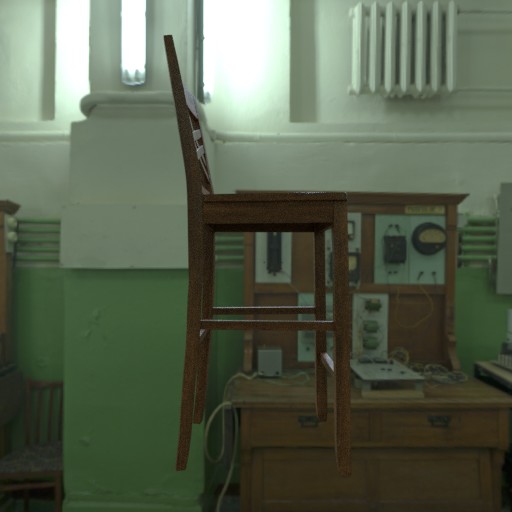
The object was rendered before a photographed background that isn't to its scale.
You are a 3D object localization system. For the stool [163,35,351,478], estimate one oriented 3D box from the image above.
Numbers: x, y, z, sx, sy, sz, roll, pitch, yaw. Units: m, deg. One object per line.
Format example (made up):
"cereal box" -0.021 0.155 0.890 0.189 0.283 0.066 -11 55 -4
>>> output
"stool" 0.000 0.000 1.315 0.487 1.105 0.433 0 -1 0
